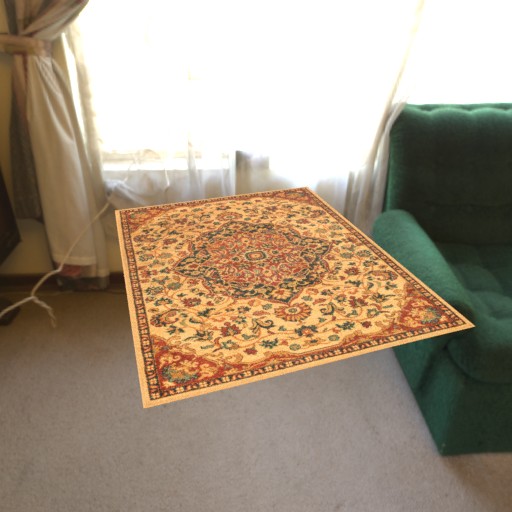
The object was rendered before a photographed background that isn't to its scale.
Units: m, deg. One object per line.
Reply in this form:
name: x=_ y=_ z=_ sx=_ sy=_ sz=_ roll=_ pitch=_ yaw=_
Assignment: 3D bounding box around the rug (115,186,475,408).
rug: x=0.000 y=0.000 z=4.258 sx=2.454 sy=0.005 sz=3.067 roll=-9 pitch=31 yaw=-16
